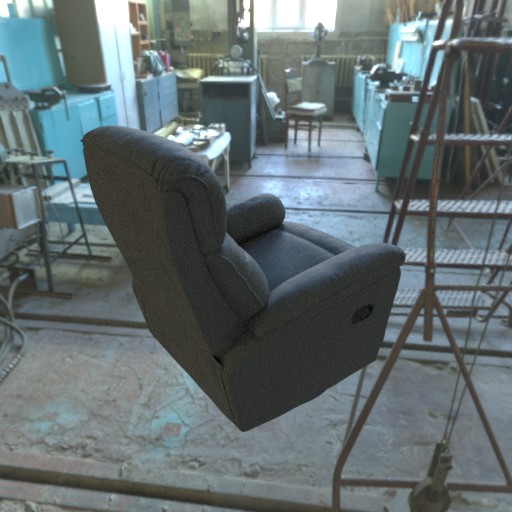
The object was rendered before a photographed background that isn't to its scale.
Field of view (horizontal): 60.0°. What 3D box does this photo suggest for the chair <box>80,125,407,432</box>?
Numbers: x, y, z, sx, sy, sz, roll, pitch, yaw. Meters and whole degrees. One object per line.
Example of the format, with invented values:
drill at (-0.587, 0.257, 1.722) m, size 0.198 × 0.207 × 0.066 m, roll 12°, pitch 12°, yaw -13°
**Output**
chair at (0.000, 0.000, 1.702) m, size 1.004 × 1.037 × 0.820 m, roll -20°, pitch 33°, yaw -33°
